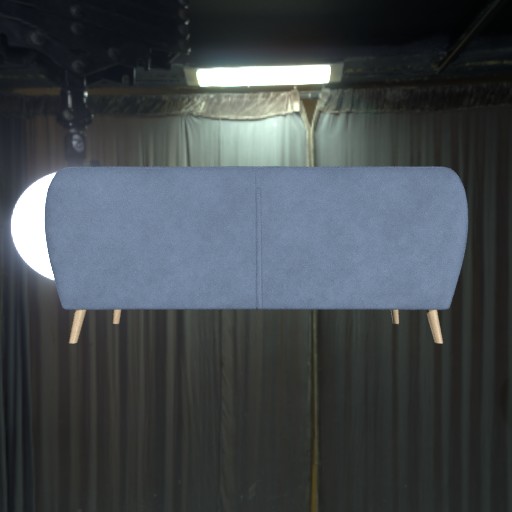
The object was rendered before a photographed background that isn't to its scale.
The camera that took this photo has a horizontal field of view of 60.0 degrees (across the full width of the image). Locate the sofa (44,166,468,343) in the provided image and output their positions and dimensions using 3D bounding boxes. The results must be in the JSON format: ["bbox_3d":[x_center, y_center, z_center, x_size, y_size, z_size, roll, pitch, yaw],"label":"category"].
[{"bbox_3d":[0.000,0.000,2.432,1.975,0.832,0.841,0,-1,0],"label":"sofa"}]
